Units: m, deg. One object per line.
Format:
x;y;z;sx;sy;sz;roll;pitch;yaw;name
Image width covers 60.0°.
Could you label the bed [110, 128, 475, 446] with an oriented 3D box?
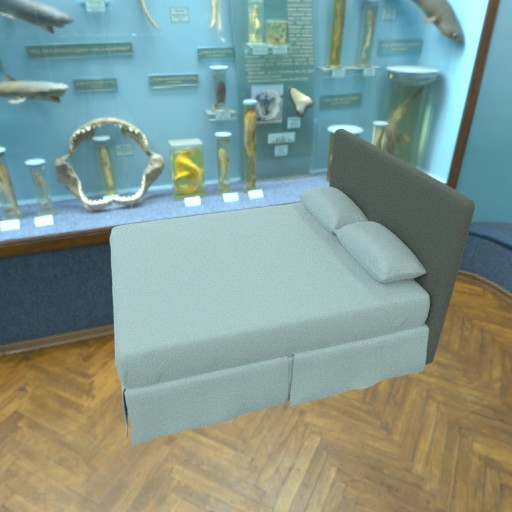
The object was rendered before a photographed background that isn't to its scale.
0.000;0.000;3.263;2.142;1.330;1.748;-9;32;-14;bed
